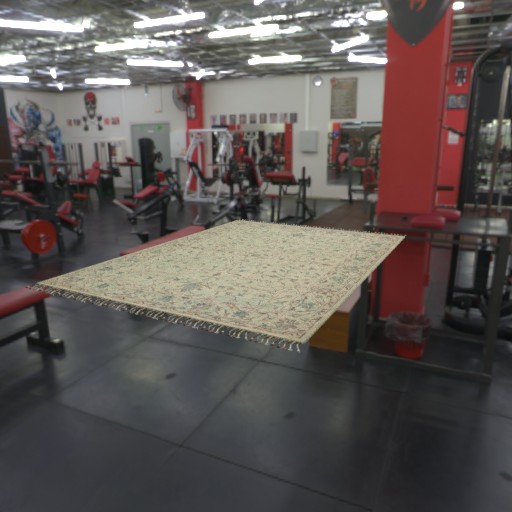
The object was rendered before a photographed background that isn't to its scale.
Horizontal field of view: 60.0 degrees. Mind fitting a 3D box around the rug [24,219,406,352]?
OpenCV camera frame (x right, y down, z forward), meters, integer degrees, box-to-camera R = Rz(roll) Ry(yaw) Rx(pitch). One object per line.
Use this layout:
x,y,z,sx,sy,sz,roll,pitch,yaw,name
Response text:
0.000,0.000,2.326,1.247,0.008,1.802,8,17,27,rug
